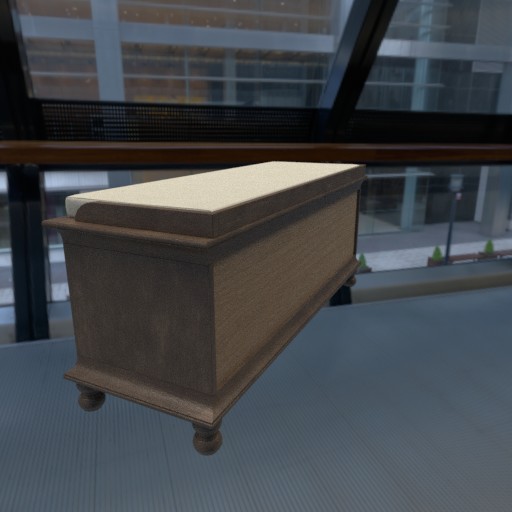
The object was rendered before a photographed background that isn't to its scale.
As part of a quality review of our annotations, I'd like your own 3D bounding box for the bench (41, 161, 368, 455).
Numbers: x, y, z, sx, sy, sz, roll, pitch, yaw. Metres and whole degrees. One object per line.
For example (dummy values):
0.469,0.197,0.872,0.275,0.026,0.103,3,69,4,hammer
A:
0.000,0.000,1.395,0.402,0.501,1.185,8,18,25,bench
